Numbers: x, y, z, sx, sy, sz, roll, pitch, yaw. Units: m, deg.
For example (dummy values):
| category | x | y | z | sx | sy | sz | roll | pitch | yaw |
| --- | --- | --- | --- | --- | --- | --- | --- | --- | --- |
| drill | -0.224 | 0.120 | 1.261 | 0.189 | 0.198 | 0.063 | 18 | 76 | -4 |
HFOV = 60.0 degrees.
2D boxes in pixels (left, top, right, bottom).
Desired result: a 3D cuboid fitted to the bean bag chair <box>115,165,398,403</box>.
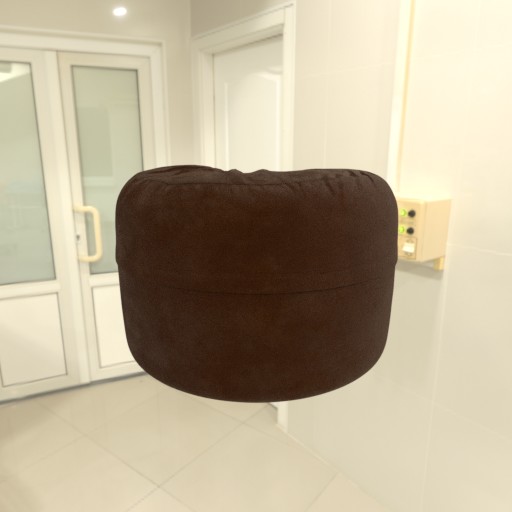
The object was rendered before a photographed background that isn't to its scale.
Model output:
| category | x | y | z | sx | sy | sz | roll | pitch | yaw |
| --- | --- | --- | --- | --- | --- | --- | --- | --- | --- |
| bean bag chair | 0.000 | 0.000 | 1.515 | 0.918 | 0.616 | 0.918 | 0 | 14 | 0 |
